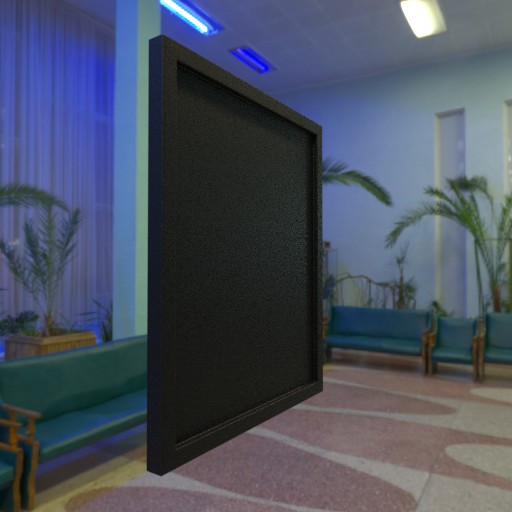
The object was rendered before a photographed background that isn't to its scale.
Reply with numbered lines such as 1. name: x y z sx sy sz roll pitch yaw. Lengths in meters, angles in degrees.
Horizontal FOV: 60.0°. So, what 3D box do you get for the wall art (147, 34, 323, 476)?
1. wall art: 0.000 0.000 0.754 0.028 0.559 0.457 -1 -1 35
